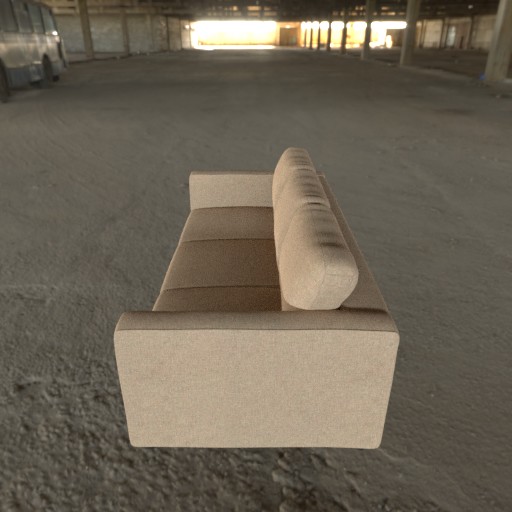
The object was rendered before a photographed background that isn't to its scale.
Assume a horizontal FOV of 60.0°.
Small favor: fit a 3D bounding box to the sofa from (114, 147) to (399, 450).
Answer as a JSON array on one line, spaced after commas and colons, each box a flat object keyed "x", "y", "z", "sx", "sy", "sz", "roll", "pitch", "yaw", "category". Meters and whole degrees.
[{"x": 0.000, "y": 0.000, "z": 2.306, "sx": 0.930, "sy": 0.800, "sz": 1.855, "roll": 0, "pitch": 26, "yaw": 0, "category": "sofa"}]
